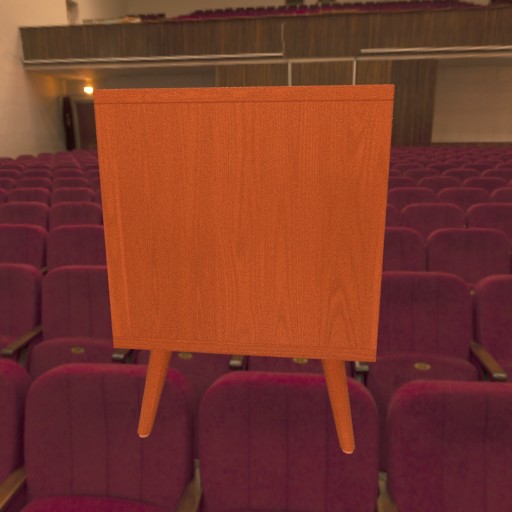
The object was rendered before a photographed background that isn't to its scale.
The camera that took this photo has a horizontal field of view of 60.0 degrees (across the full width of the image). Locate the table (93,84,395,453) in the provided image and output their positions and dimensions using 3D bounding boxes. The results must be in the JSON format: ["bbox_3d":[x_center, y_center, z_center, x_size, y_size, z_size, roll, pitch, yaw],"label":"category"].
[{"bbox_3d":[0.000,0.000,0.837,0.400,0.550,0.400,2,14,7],"label":"table"}]
